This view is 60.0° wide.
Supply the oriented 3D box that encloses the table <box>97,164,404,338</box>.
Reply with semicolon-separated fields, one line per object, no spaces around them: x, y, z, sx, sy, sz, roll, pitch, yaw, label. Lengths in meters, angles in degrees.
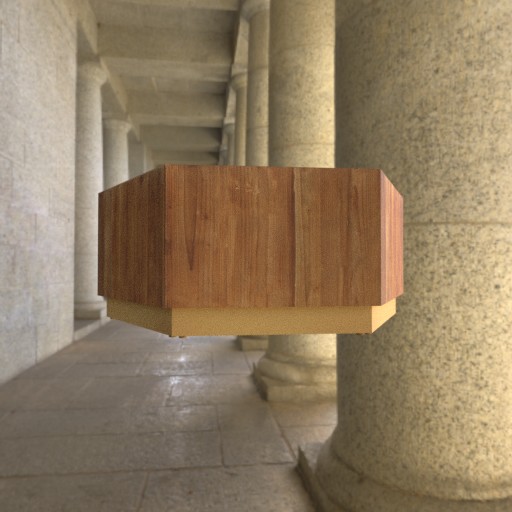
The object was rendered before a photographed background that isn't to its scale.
0.000;0.000;1.668;1.000;0.456;1.154;1;-1;-36;table
